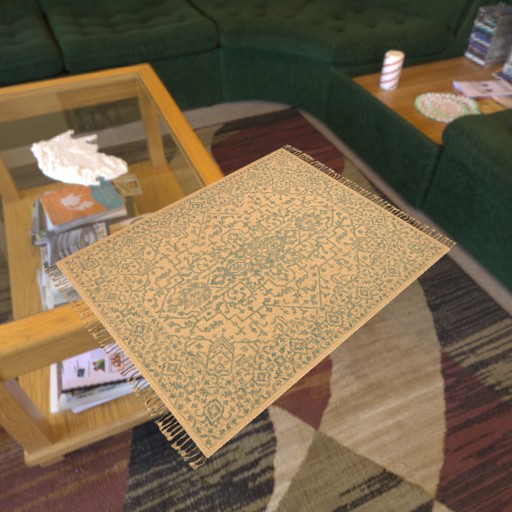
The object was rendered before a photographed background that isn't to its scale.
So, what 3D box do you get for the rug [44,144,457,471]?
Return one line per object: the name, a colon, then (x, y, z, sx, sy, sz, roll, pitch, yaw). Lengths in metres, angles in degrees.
rug: (0.000, 0.000, 4.370, 3.327, 0.010, 2.464, -33, 54, -27)
